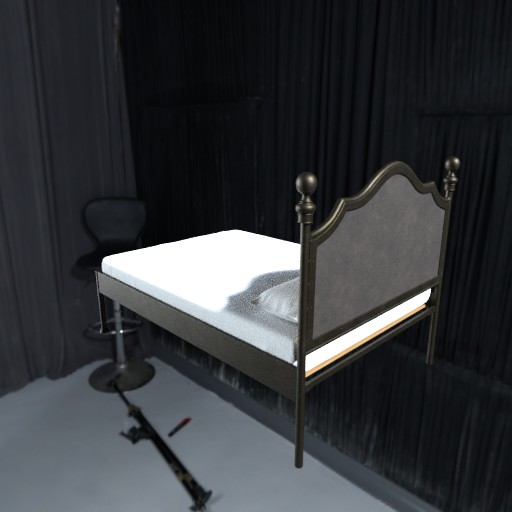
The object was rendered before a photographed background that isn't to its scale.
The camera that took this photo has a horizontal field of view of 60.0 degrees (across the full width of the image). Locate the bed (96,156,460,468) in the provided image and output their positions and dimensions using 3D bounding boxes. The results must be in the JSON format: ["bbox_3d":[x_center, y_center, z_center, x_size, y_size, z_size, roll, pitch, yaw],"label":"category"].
[{"bbox_3d":[0.000,0.000,3.226,1.533,1.462,2.170,-15,22,-42],"label":"bed"}]
